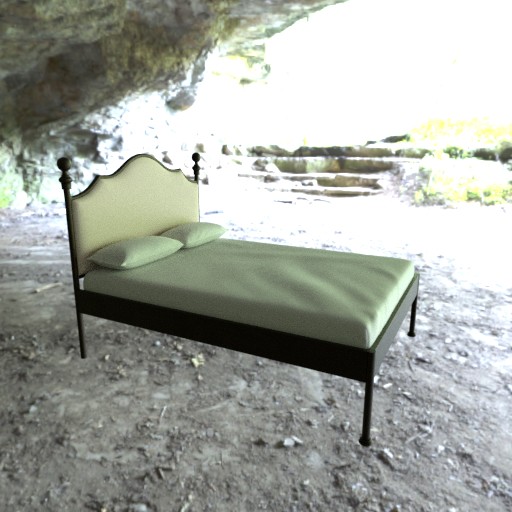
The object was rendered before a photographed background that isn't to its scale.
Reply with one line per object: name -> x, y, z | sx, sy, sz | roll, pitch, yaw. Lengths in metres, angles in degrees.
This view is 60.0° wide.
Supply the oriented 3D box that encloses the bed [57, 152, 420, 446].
bed -> 0.000, 0.000, 3.371 | 2.224, 1.499, 1.642 | 7, 16, 27
